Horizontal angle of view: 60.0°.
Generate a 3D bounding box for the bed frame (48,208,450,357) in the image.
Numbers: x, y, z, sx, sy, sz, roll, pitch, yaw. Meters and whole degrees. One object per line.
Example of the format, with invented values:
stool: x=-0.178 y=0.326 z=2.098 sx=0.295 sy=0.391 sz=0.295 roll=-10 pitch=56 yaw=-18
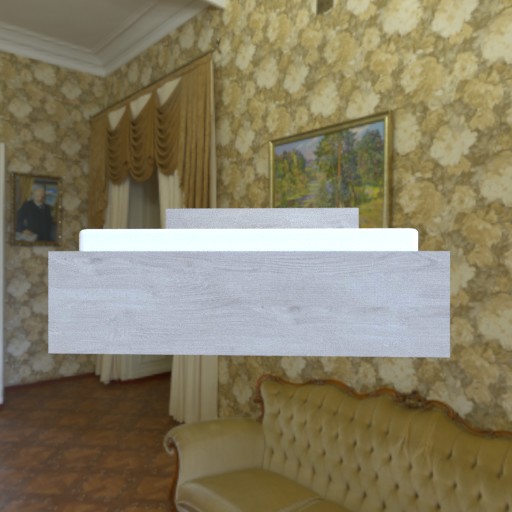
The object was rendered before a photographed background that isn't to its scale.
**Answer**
bed frame: x=0.000 y=0.000 z=2.766 sx=1.622 sy=0.800 sz=1.960 roll=0 pitch=0 yaw=3
